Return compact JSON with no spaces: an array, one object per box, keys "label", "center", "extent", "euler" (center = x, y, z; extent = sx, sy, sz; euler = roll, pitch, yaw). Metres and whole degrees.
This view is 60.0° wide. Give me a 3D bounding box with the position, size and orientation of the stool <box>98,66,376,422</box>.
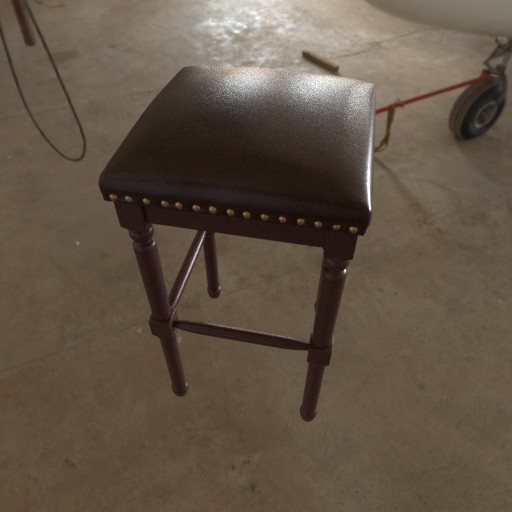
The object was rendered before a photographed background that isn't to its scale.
[{"label":"stool","center":[0.000,0.000,0.933],"extent":[0.382,0.702,0.383],"euler":[8,46,8]}]
